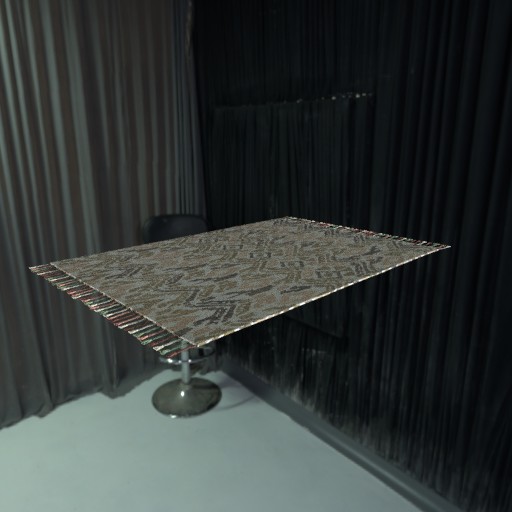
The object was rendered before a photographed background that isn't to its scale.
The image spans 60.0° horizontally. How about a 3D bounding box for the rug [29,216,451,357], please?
[{"bbox_3d":[0.000,0.000,2.265,1.829,0.008,1.219,-15,22,-42],"label":"rug"}]
